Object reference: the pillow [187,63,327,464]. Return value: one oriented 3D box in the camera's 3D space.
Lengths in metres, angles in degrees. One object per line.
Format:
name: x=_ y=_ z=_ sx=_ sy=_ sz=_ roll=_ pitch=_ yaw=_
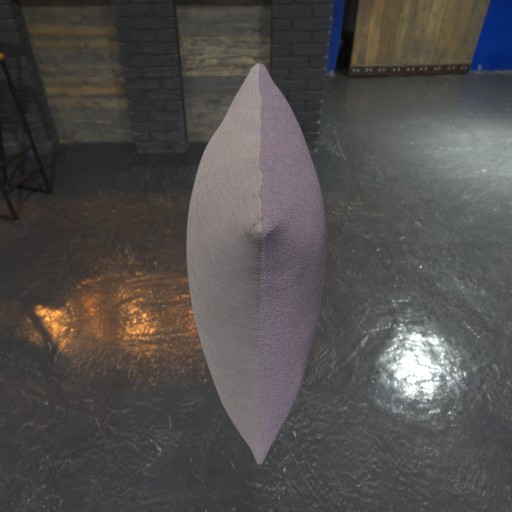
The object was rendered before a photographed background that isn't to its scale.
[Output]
pillow: x=0.000 y=0.000 z=0.686 sx=0.204 sy=0.439 sz=0.452 roll=0 pitch=40 yaw=0
